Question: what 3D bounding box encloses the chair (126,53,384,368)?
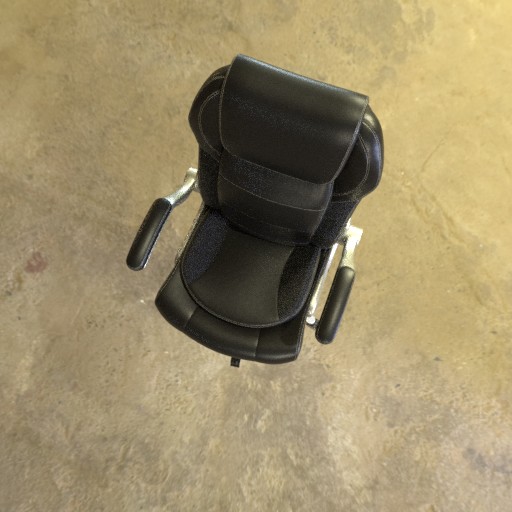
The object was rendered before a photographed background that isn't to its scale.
[{"bbox_3d":[0.000,0.000,1.626,0.724,1.141,0.801,21,76,5],"label":"chair"}]
